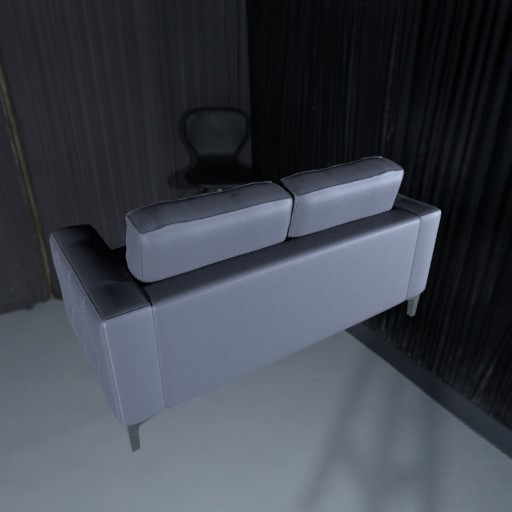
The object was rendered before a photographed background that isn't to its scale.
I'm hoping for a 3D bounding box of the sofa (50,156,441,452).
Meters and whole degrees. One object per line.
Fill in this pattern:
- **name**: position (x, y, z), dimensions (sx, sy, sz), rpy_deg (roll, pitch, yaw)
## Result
- **sofa**: position (0.000, 0.000, 2.181), dimensions (1.726, 0.893, 0.833), rpy_deg (-17, 33, -29)
